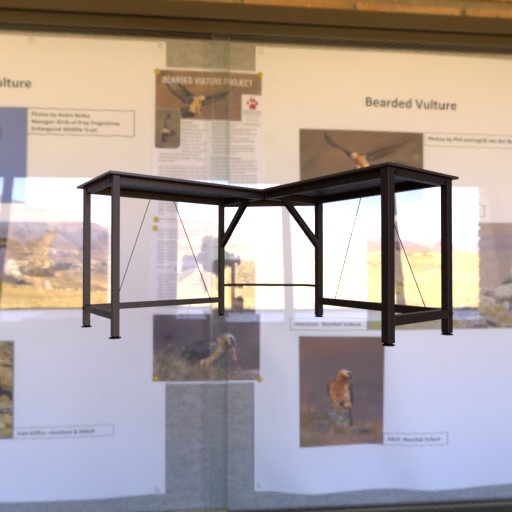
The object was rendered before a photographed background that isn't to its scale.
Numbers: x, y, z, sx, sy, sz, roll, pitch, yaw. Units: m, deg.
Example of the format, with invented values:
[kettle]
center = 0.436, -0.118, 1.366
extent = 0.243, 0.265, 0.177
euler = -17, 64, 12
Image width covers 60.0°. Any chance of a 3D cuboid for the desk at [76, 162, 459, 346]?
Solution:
[desk]
center = 0.000, 0.000, 2.277
extent = 1.400, 0.762, 1.400
euler = 1, -1, -37
